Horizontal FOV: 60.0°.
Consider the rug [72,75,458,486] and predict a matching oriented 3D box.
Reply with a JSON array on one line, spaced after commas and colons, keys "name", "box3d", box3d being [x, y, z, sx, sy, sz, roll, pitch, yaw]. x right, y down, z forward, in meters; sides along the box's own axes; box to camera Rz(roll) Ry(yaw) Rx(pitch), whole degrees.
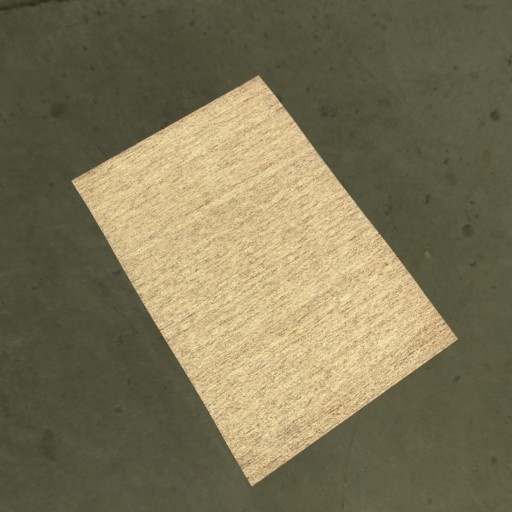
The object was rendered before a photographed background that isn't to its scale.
[{"name": "rug", "box3d": [0.000, 0.000, 2.915, 1.547, 0.013, 2.283, -32, 78, -8]}]
